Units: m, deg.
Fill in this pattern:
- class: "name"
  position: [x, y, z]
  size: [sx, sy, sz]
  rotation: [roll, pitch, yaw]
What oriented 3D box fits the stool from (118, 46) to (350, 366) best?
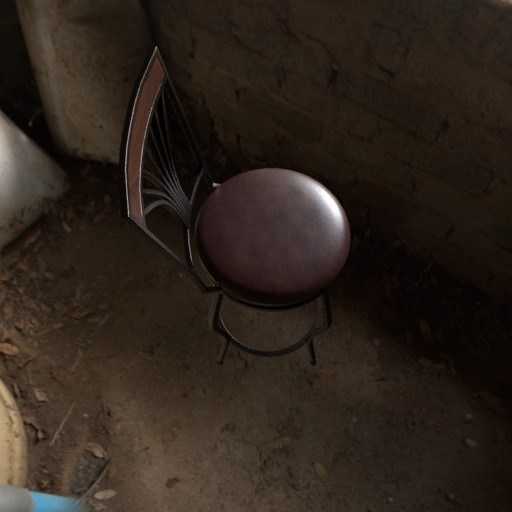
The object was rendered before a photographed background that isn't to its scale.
- class: "stool"
  position: [0.000, 0.000, 1.345]
  size: [0.514, 1.117, 0.433]
  rotation: [0, 63, 0]
